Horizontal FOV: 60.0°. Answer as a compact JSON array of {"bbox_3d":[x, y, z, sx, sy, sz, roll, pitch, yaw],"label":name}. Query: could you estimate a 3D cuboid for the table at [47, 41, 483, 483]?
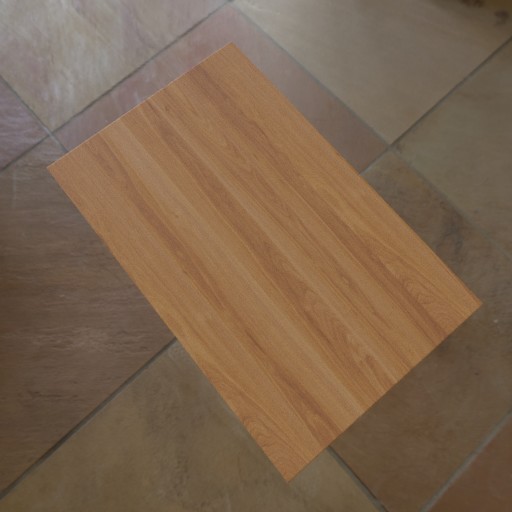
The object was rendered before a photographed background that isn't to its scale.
[{"bbox_3d":[0.000,0.000,1.504,0.700,0.510,1.100,-38,78,-9],"label":"table"}]
